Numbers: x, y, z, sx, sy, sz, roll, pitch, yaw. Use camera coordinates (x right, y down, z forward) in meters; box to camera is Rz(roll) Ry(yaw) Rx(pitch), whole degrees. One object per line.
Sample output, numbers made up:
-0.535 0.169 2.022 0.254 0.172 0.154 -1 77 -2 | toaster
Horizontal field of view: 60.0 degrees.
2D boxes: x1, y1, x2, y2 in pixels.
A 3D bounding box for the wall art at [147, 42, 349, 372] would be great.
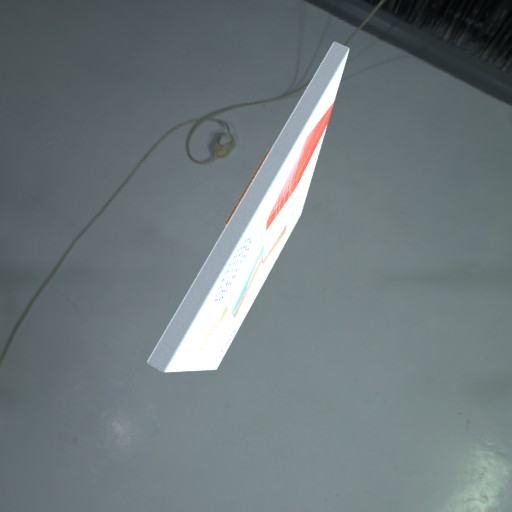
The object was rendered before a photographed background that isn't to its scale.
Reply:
0.000 0.000 1.107 0.036 0.848 0.613 28 77 7 | wall art
